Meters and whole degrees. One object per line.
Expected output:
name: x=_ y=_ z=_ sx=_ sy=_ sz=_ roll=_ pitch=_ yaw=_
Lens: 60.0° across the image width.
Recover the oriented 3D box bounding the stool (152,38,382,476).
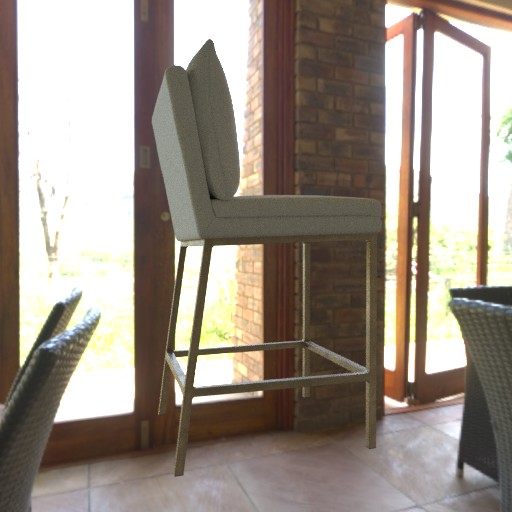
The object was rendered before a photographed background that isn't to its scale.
stool: x=0.000 y=0.000 z=1.310 sx=0.572 sy=1.032 sz=0.463 roll=0 pitch=1 yaw=-18
